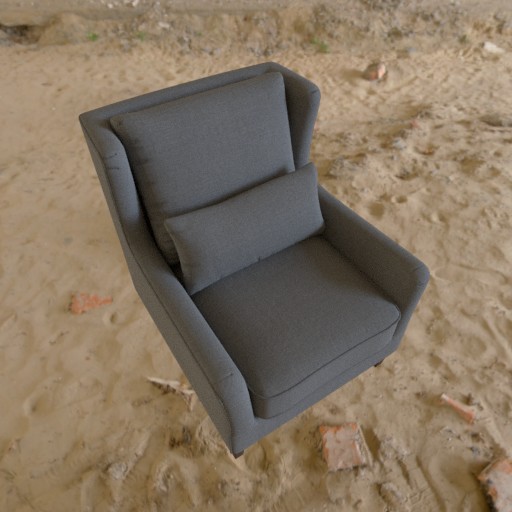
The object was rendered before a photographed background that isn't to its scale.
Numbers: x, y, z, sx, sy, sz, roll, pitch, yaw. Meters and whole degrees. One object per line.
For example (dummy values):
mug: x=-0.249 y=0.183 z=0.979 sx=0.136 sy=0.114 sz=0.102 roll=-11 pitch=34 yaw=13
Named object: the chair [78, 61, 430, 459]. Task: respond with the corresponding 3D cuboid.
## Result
chair: x=0.000 y=0.000 z=1.733 sx=0.866 sy=1.056 sz=1.040 roll=-25 pitch=51 yaw=-22
